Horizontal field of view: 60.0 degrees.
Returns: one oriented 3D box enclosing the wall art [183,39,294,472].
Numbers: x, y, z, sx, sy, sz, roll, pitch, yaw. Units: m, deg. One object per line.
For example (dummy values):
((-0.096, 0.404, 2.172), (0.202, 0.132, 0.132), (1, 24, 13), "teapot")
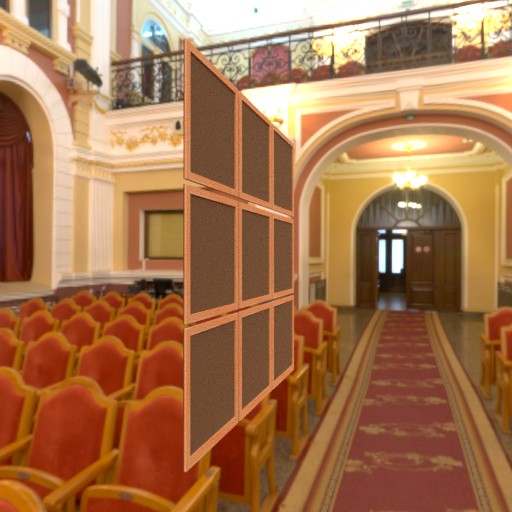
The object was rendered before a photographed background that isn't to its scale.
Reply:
((0.000, 0.000, 2.278), (0.013, 1.525, 1.520), (0, 0, 19), "wall art")
